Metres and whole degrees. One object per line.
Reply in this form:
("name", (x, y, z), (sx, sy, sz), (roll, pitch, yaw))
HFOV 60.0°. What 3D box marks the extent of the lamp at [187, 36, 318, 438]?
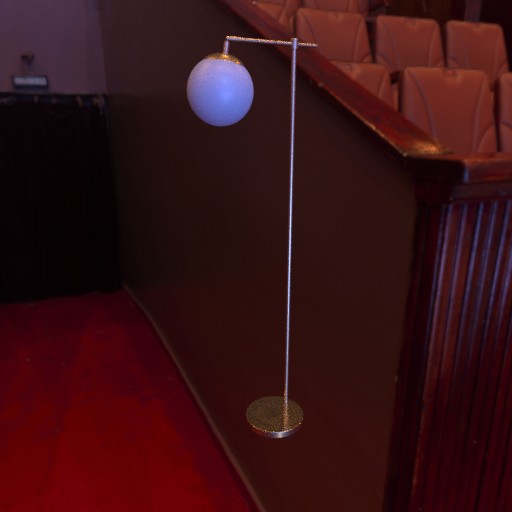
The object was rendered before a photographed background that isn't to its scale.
("lamp", (0.000, 0.000, 1.669), (0.476, 1.505, 0.249), (-8, 19, -25))
